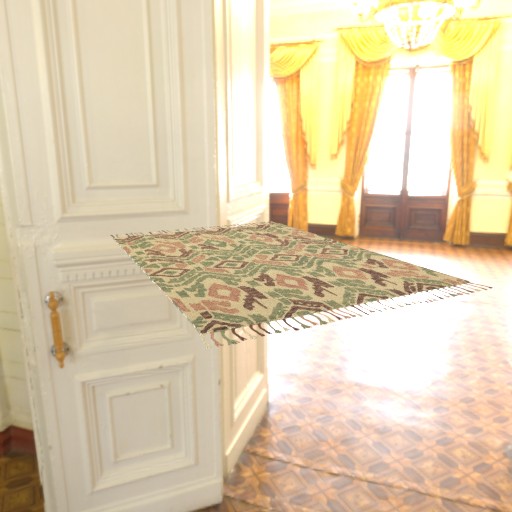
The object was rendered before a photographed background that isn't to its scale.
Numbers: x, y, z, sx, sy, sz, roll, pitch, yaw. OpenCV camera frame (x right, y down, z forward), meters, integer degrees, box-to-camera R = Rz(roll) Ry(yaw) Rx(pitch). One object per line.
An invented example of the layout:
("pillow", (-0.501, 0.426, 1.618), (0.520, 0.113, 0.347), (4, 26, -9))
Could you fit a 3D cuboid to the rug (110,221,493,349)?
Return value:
("rug", (0.000, 0.000, 2.294), (1.219, 0.010, 1.829), (-7, 15, -26))
